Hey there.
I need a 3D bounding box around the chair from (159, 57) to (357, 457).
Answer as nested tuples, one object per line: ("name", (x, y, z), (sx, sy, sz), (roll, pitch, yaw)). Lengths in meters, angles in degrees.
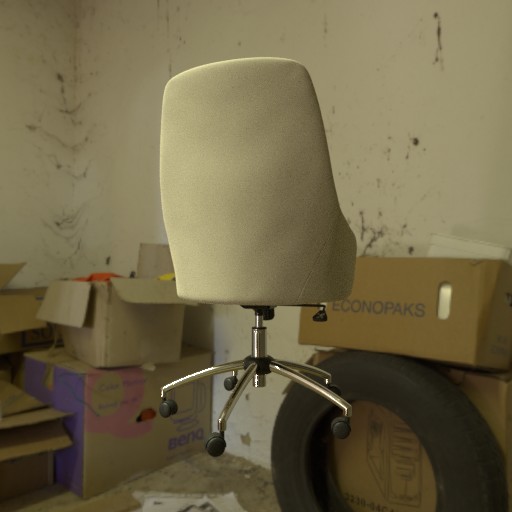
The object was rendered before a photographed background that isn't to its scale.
("chair", (0.000, 0.000, 1.441), (0.620, 1.049, 0.640), (-1, -2, 19))
